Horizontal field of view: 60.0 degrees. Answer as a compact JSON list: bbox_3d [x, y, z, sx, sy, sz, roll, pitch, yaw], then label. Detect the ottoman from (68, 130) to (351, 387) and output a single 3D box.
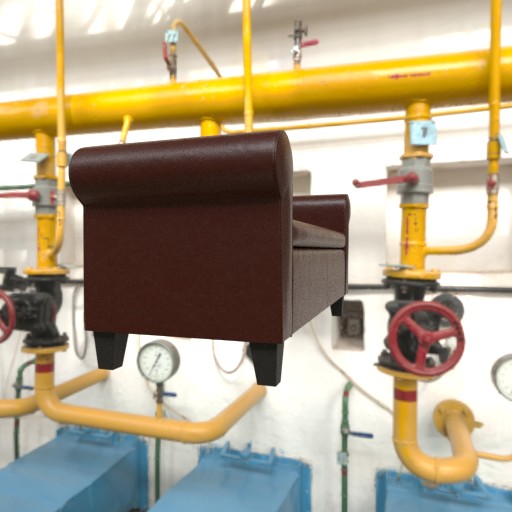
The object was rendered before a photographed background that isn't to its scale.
[{"bbox_3d":[0.000,0.000,1.545,0.521,0.547,1.256,0,1,18],"label":"ottoman"}]
